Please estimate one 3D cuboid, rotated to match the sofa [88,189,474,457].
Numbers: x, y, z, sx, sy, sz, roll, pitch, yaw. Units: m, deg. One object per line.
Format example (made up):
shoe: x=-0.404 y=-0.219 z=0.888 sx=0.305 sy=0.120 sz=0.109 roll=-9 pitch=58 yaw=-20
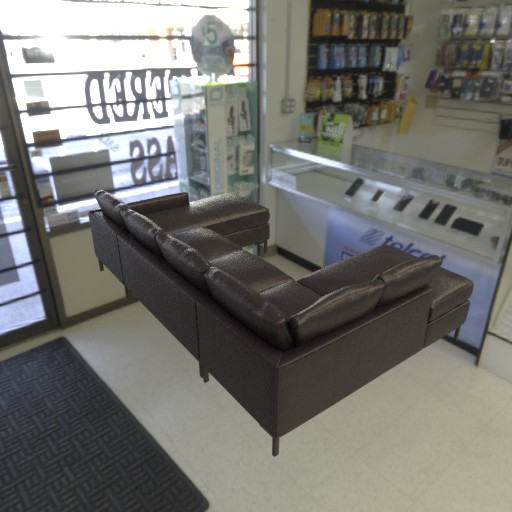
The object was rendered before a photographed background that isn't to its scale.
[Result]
sofa: x=0.000 y=0.000 z=3.891 sx=1.939 sy=0.900 sz=2.956 roll=-18 pitch=31 yaw=-33
